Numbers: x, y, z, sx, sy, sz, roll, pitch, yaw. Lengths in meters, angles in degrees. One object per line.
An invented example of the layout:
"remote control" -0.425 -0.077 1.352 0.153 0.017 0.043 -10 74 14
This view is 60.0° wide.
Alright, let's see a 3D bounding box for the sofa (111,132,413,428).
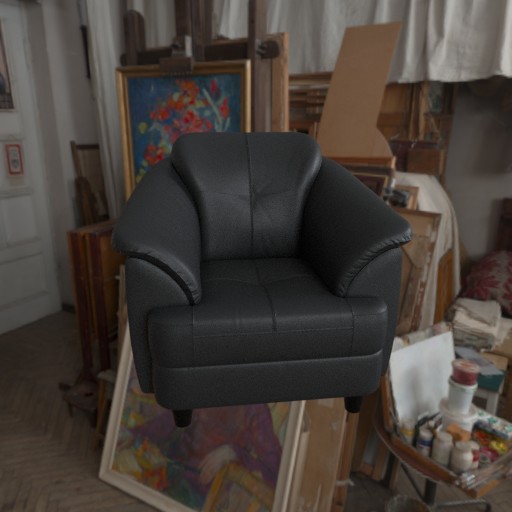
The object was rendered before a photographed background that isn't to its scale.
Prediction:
"sofa" 0.000 0.000 1.529 0.870 0.811 0.794 -2 17 -7
